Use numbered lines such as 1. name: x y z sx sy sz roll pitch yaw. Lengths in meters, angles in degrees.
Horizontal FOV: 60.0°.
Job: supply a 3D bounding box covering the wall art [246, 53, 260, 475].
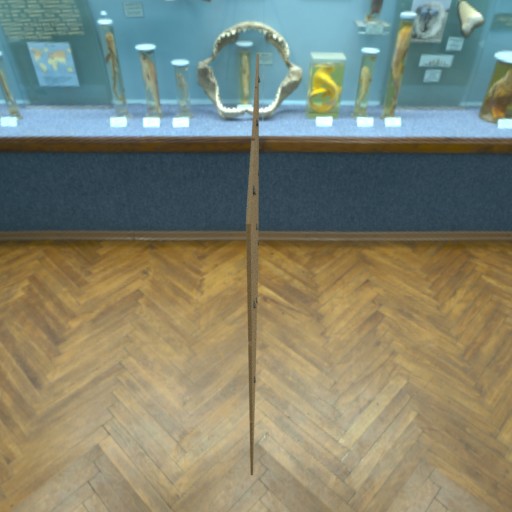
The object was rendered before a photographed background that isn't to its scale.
1. wall art: 0.000 0.000 2.260 0.023 1.522 1.526 1 40 1
